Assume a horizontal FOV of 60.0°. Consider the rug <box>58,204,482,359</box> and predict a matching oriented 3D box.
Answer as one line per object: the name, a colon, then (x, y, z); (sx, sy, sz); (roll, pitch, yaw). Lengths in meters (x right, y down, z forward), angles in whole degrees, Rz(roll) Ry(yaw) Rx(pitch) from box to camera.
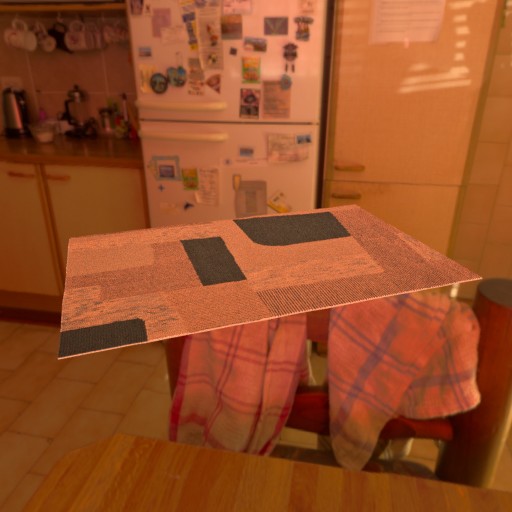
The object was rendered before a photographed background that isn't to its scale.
rug: (0.000, 0.000, 3.027); (2.436, 0.015, 1.521); (-8, 26, -17)
